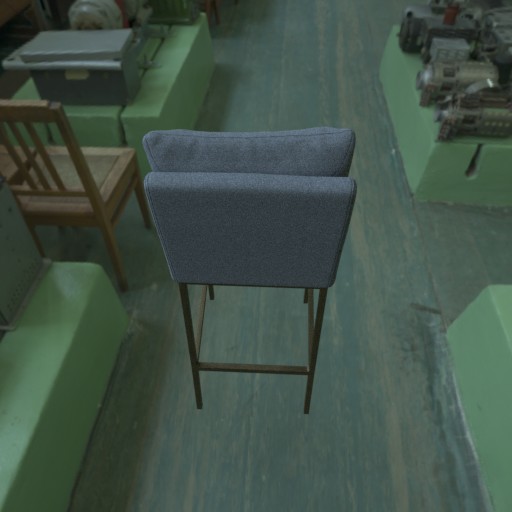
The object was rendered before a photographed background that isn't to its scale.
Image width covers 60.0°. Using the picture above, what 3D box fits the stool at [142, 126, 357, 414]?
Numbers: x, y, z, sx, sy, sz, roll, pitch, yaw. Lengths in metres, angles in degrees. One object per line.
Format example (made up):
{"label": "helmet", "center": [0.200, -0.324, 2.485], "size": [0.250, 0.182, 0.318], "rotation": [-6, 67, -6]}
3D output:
{"label": "stool", "center": [0.000, 0.000, 1.426], "size": [0.463, 1.130, 0.569], "rotation": [2, 47, 2]}
